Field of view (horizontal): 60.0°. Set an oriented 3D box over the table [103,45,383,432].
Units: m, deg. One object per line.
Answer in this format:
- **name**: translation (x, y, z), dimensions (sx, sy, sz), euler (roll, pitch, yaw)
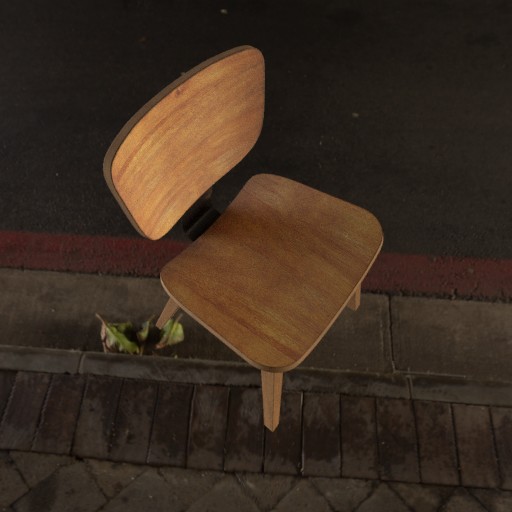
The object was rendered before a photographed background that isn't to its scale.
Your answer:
- **table**: translation (0.000, 0.000, 1.104), dimensions (0.500, 0.805, 0.499), euler (32, 64, 18)
